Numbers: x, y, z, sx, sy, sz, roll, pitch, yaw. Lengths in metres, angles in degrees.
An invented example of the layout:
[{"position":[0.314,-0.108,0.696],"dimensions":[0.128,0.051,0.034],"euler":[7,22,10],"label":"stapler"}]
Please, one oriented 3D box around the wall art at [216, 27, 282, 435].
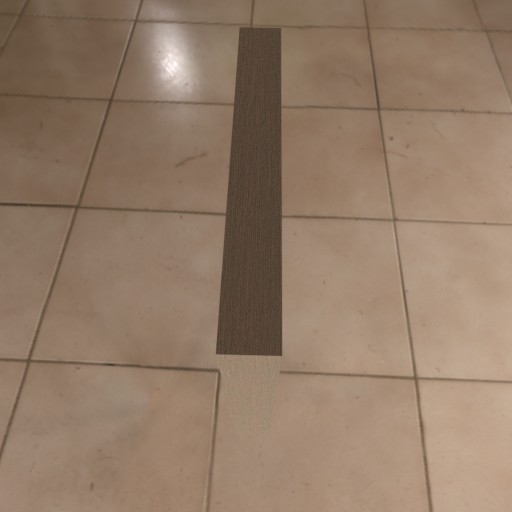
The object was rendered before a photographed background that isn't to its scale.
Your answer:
[{"position":[0.000,0.000,0.458],"dimensions":[0.038,0.303,0.304],"euler":[1,60,1],"label":"wall art"}]
